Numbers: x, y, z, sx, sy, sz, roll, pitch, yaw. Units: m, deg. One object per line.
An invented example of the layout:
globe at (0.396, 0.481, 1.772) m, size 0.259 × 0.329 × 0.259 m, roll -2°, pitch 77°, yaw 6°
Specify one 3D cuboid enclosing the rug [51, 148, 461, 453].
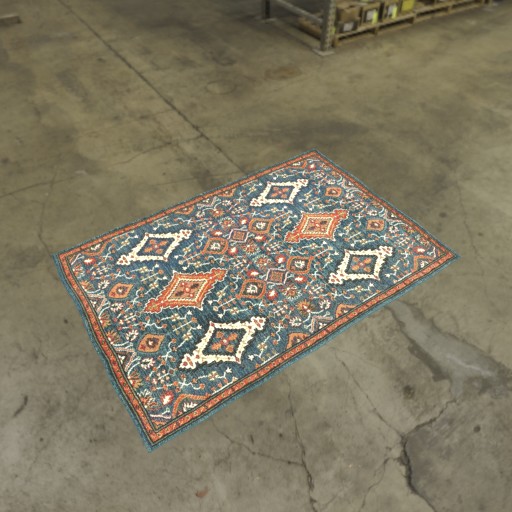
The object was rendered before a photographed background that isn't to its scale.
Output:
rug at (0.000, 0.000, 3.068) m, size 2.373 × 0.009 × 1.622 m, roll -26°, pitch 52°, yaw -23°
